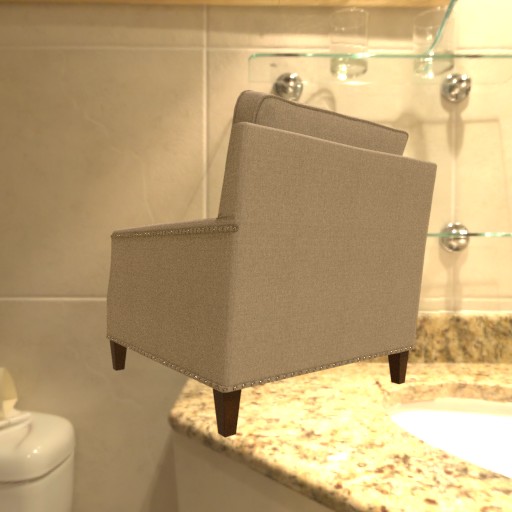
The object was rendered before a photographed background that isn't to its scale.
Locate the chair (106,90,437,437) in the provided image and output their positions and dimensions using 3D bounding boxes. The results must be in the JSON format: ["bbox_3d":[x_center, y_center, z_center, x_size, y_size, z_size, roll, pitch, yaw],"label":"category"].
[{"bbox_3d":[0.000,0.000,1.713,0.853,0.943,1.014,-1,1,-37],"label":"chair"}]
